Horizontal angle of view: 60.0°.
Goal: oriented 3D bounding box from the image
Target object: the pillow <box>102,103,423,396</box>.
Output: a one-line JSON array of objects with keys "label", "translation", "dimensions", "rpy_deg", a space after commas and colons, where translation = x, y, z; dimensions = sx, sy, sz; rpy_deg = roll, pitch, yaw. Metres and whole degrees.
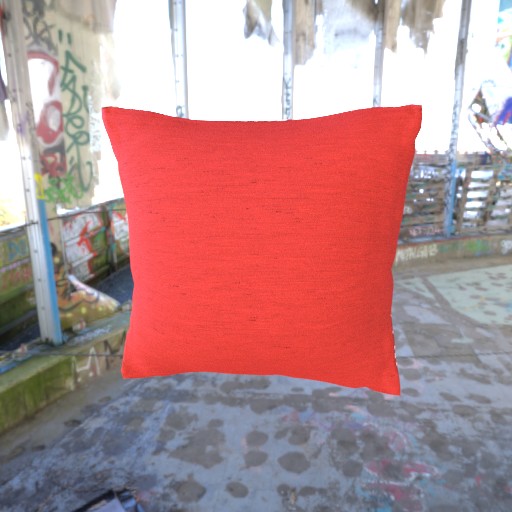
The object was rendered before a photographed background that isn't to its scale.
[{"label": "pillow", "translation": [0.000, 0.000, 0.645], "dimensions": [0.438, 0.419, 0.162], "rpy_deg": [2, 14, 7]}]
